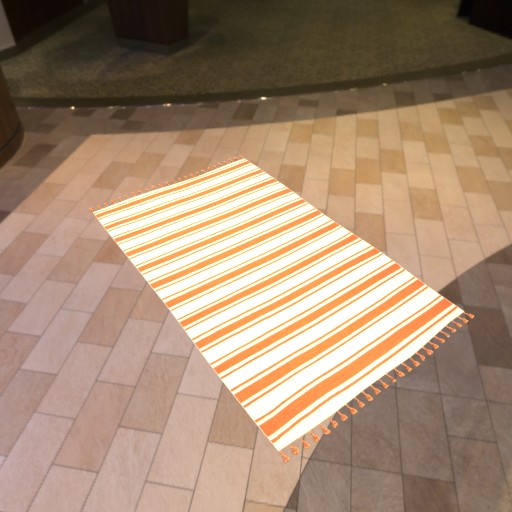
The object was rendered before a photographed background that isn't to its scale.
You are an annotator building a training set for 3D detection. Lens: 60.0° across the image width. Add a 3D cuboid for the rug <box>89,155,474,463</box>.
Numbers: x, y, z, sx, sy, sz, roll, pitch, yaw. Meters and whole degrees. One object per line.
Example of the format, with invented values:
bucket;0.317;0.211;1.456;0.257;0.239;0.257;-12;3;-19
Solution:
rug;0.000;0.000;2.581;1.232;0.017;2.092;-26;47;-26
